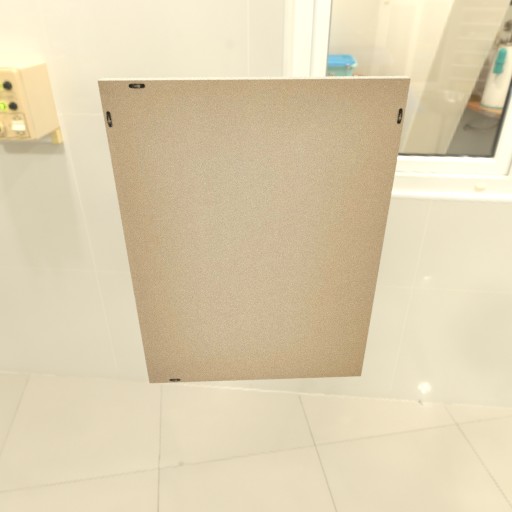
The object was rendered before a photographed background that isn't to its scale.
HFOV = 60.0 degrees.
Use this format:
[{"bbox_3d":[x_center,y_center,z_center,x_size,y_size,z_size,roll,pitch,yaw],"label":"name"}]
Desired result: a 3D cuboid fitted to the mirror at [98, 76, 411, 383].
[{"bbox_3d":[0.000,0.000,1.349,0.762,1.016,0.041,-1,31,-2],"label":"mirror"}]
